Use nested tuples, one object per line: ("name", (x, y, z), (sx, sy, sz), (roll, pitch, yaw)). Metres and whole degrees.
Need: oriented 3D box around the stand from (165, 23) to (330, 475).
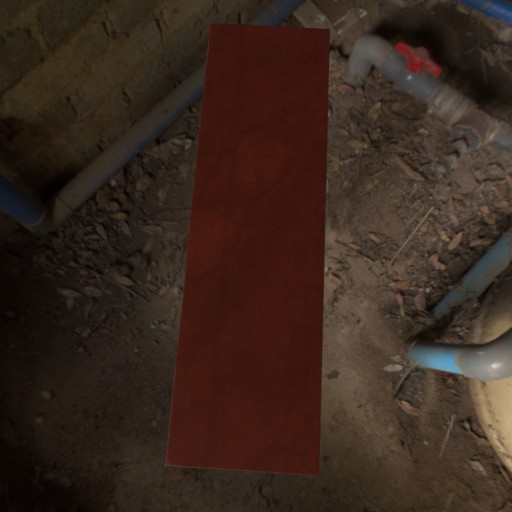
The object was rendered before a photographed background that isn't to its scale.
("stand", (0.000, 0.000, 1.728), (0.410, 0.872, 1.362), (3, 76, 1))
